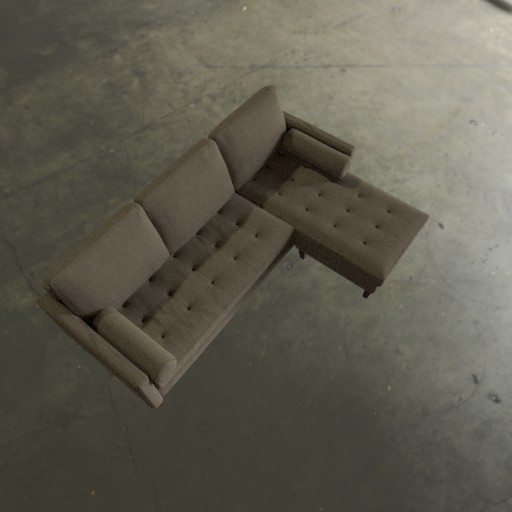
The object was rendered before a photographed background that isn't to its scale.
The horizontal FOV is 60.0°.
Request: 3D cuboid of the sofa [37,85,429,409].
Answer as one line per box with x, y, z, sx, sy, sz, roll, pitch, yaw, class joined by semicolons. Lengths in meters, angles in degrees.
0.000;0.000;2.870;1.506;0.875;2.178;33;64;19;sofa
